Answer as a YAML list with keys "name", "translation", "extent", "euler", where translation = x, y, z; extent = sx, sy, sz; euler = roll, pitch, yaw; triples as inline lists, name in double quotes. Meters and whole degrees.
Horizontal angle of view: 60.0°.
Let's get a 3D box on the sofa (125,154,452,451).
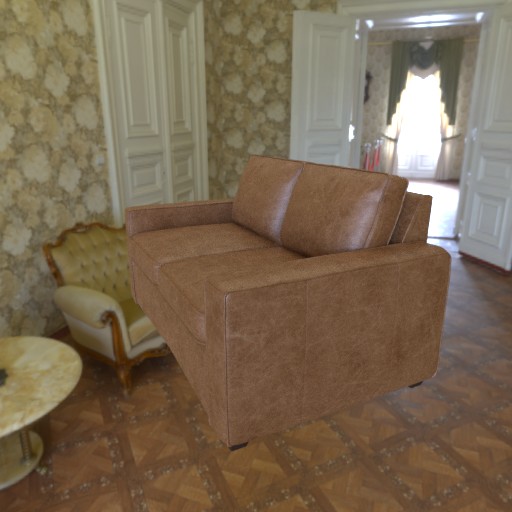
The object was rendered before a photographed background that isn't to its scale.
- name: "sofa"
  translation: [0.000, 0.000, 2.186]
  extent: [1.020, 0.896, 1.532]
  euler: [-8, 19, -25]
